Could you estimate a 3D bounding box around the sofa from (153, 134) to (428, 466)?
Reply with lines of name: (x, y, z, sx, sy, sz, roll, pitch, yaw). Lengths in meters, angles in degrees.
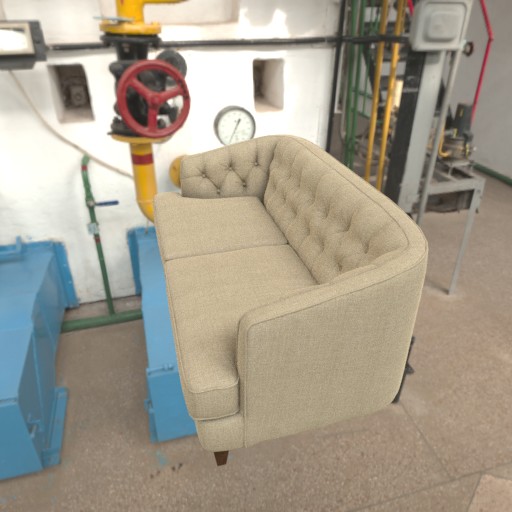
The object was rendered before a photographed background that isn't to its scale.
sofa: (0.000, 0.000, 2.247, 0.941, 0.855, 1.733, -8, 31, -13)
